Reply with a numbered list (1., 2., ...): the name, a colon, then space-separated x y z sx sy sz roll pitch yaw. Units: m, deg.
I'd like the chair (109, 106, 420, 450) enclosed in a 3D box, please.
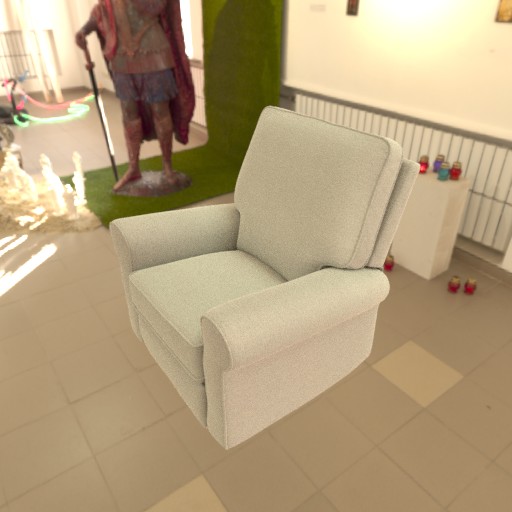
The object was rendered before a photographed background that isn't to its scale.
1. chair: 0.000 0.000 1.721 0.878 0.960 0.890 -21 38 -31
